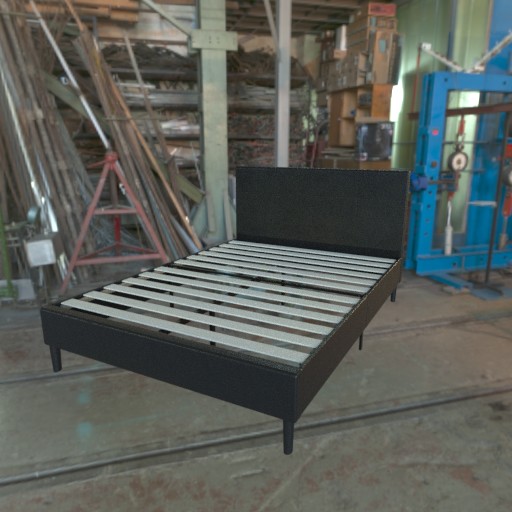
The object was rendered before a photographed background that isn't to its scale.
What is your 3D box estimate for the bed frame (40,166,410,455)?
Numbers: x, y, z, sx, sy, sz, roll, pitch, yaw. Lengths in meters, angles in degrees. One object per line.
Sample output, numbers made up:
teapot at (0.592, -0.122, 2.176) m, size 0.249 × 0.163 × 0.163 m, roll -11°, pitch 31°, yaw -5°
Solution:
bed frame at (0.000, 0.000, 3.165) m, size 1.634 × 1.127 × 2.318 m, roll 8°, pitch 16°, yaw 27°
